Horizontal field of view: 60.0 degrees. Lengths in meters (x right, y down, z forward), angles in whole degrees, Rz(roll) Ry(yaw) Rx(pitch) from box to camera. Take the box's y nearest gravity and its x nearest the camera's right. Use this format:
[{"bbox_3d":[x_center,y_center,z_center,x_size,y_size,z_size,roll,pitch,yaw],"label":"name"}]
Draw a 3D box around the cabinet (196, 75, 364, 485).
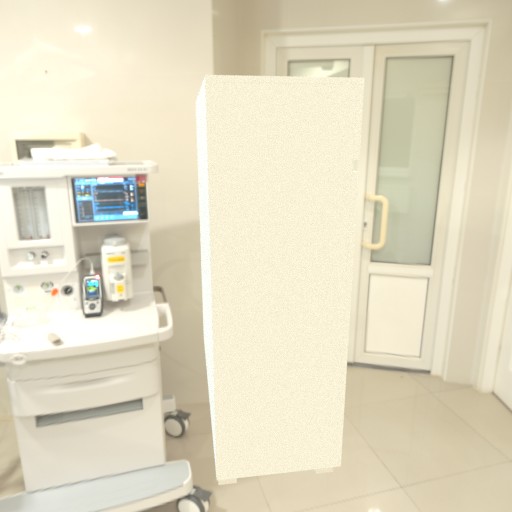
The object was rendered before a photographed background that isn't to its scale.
[{"bbox_3d":[0.000,0.000,1.723,0.400,1.190,1.000,-2,16,-8],"label":"cabinet"}]
